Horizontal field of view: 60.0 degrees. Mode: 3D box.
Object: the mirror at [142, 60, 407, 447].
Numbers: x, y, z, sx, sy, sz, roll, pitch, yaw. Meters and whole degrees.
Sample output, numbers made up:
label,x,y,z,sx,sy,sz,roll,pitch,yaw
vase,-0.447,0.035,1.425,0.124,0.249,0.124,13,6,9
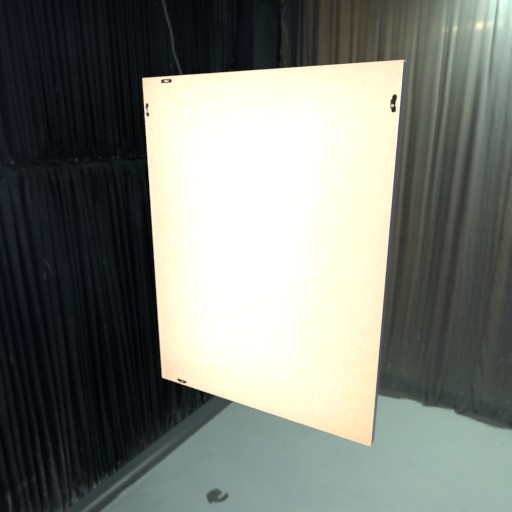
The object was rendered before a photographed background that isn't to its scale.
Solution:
label,x,y,z,sx,sy,sz,roll,pitch,yaw
mirror,0.000,0.000,1.309,0.762,1.016,0.040,9,18,28
